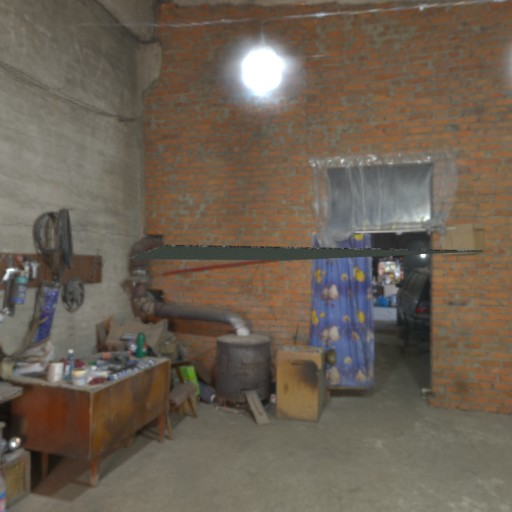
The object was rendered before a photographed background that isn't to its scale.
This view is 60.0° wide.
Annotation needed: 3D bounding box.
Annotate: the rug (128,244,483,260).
[{"bbox_3d":[0.000,0.000,2.370,1.219,0.005,1.828,1,-2,-19],"label":"rug"}]
